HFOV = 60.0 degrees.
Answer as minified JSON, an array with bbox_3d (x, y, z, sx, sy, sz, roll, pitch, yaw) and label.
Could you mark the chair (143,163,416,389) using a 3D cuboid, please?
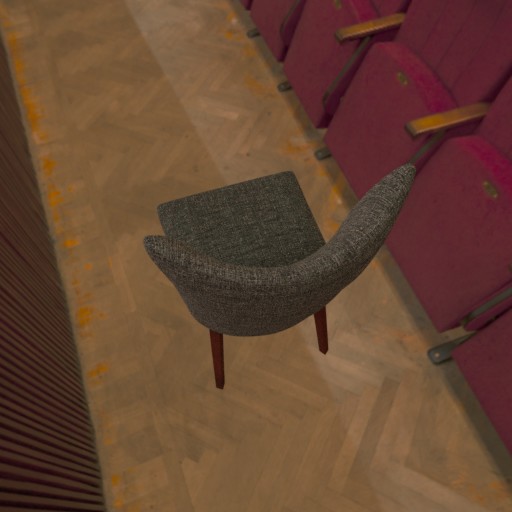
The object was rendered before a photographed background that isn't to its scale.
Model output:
[{"bbox_3d":[0.000,0.000,1.283,0.535,0.924,0.623,-16,60,-10],"label":"chair"}]
